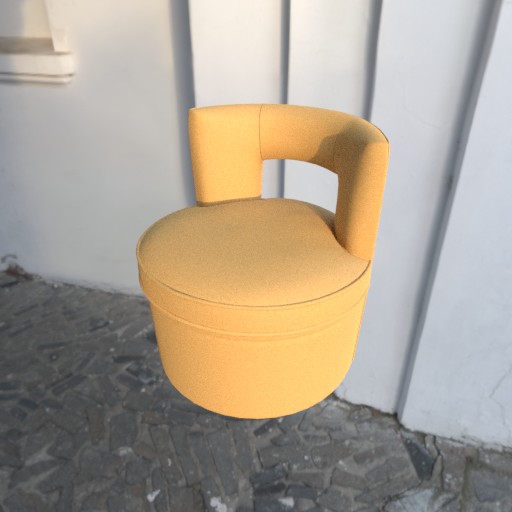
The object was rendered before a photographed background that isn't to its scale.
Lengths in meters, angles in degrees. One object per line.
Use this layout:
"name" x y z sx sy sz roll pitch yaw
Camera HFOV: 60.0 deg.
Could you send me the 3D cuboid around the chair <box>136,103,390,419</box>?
"chair" 0.000 0.000 1.268 0.650 0.723 0.665 20 36 30
